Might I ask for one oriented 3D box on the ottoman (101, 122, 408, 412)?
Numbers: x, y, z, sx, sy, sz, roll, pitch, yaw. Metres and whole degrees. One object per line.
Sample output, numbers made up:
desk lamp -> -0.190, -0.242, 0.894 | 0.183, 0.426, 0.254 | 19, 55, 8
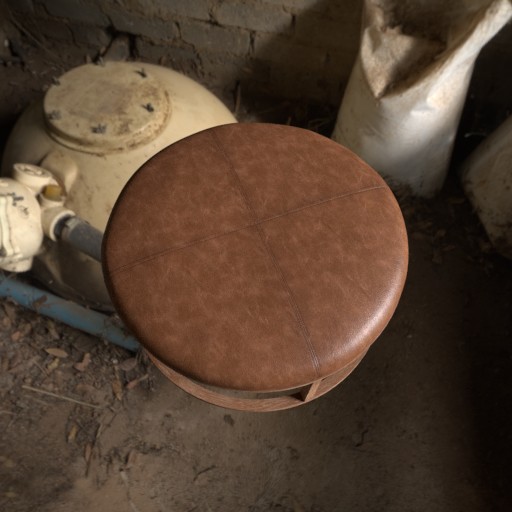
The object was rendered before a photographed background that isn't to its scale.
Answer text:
ottoman -> 0.000, 0.000, 1.592 | 1.006, 0.445, 1.006 | 0, 61, 0
